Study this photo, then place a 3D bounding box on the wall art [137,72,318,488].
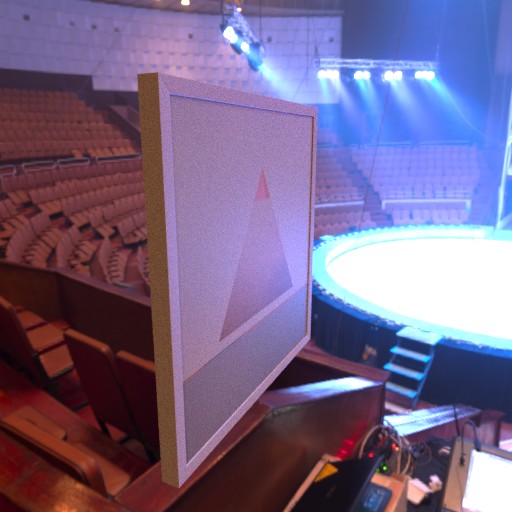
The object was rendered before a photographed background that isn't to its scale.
[{"bbox_3d":[0.000,0.000,1.120,0.041,0.765,0.768,7,16,25],"label":"wall art"}]
